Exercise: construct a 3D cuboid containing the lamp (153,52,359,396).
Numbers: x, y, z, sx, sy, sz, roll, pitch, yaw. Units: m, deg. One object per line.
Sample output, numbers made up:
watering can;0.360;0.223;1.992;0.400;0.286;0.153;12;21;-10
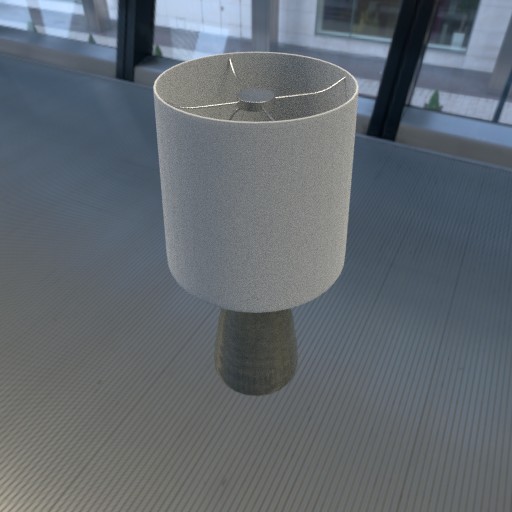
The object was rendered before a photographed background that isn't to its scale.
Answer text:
lamp;0.000;0.000;0.477;0.186;0.369;0.186;0;40;0
